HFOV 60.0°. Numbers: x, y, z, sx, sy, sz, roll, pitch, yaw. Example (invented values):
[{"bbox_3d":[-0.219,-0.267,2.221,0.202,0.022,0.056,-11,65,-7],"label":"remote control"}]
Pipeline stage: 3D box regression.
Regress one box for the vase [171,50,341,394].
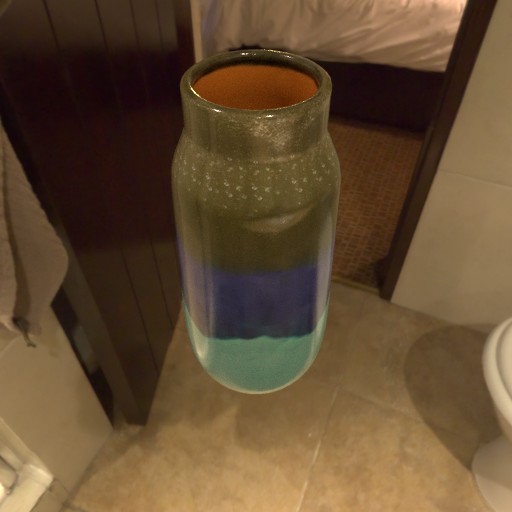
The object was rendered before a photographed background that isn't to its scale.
[{"bbox_3d":[0.000,0.000,0.382,0.139,0.313,0.139,0,46,0],"label":"vase"}]
